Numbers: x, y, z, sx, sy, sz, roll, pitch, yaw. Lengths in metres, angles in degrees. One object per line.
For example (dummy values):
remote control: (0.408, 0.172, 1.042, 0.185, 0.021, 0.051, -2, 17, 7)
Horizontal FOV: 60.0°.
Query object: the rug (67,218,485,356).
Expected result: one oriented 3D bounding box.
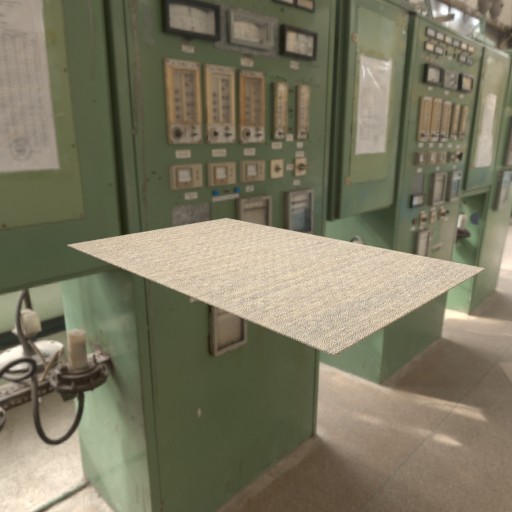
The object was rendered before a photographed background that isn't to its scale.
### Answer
rug: (0.000, 0.000, 2.188, 1.142, 0.006, 1.752, -15, 21, -43)
